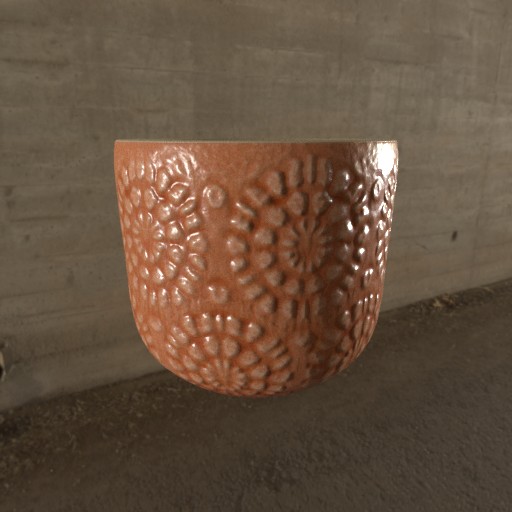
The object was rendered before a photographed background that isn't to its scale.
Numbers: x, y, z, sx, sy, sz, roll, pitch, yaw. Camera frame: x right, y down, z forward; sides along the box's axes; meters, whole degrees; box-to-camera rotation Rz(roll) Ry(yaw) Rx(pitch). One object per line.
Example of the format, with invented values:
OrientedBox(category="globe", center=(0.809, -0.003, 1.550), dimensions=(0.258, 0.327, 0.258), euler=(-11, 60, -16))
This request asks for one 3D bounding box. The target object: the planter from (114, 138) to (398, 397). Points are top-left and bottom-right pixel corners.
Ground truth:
OrientedBox(category="planter", center=(0.000, 0.000, 0.214), dimensions=(0.124, 0.109, 0.124), euler=(0, 15, 0))
